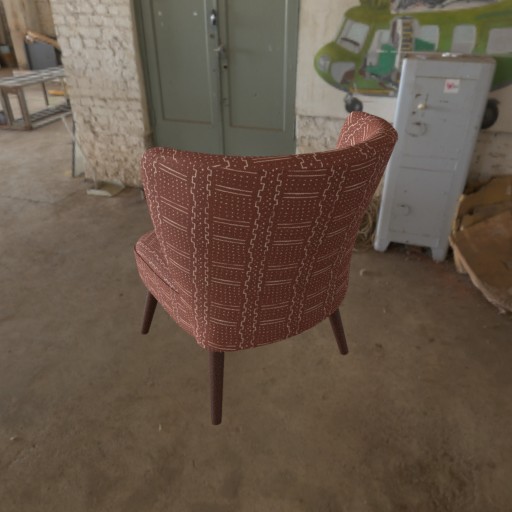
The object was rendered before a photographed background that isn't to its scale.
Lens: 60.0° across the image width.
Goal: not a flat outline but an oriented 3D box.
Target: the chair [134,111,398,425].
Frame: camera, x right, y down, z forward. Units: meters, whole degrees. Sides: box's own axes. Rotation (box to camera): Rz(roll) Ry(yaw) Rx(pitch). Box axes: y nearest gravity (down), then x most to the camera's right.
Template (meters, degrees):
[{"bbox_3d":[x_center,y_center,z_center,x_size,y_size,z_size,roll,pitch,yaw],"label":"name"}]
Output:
[{"bbox_3d":[0.000,0.000,1.407,0.706,0.866,0.758,-19,36,-29],"label":"chair"}]
